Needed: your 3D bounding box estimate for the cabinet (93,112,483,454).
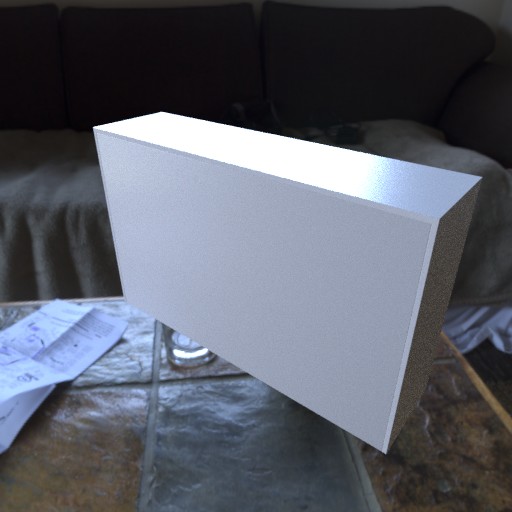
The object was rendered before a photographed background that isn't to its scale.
[{"bbox_3d":[0.000,0.000,1.827,1.450,0.900,0.380,22,36,33],"label":"cabinet"}]
